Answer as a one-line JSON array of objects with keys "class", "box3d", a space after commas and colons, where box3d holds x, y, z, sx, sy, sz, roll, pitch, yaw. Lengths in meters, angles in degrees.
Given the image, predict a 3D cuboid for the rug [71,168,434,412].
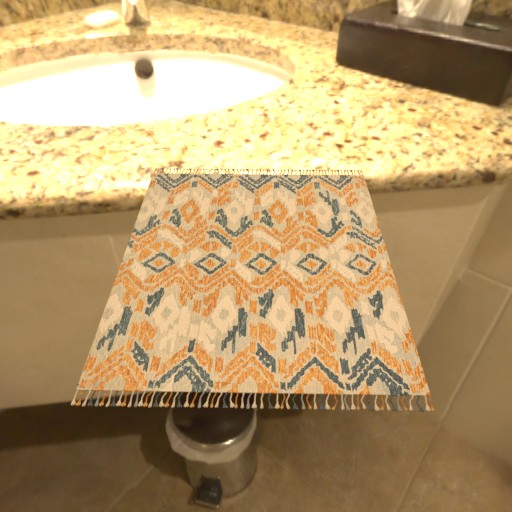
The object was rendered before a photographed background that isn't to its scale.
[{"class": "rug", "box3d": [0.000, 0.000, 4.085, 2.439, 0.010, 3.048, 1, 42, 1]}]
